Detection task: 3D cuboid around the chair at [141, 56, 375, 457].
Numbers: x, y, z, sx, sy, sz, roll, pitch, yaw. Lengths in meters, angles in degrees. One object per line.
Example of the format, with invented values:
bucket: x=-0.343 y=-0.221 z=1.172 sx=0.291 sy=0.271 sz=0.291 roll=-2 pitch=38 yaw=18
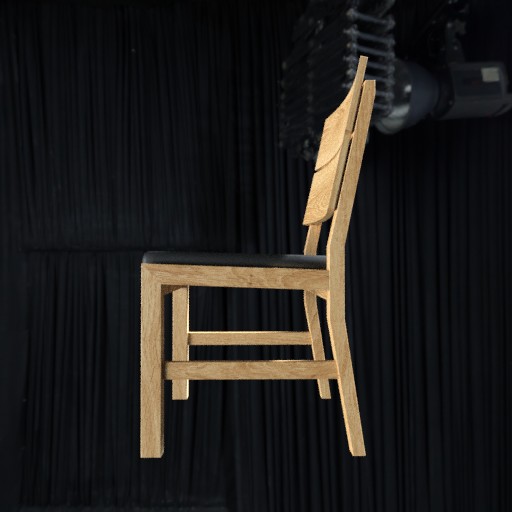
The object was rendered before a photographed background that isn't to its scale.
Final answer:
chair: x=0.000 y=0.000 z=1.285 sx=0.569 sy=0.950 sz=0.475 roll=0 pitch=-1 yaw=-1
